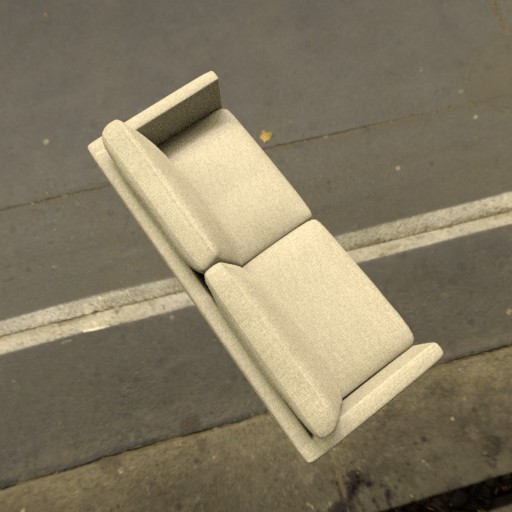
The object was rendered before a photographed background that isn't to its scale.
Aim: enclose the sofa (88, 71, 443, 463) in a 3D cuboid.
[{"bbox_3d":[0.000,0.000,2.762,0.956,0.960,2.208,-35,78,-9],"label":"sofa"}]
